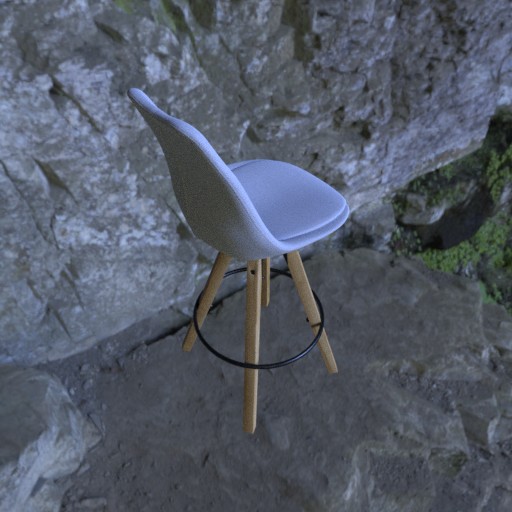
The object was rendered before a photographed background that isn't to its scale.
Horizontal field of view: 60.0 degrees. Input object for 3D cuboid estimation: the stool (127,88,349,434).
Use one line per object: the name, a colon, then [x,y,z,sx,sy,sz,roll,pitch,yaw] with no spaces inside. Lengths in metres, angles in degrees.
stool: [0.000,0.000,1.401,0.550,1.115,0.484,-27,48,-27]
